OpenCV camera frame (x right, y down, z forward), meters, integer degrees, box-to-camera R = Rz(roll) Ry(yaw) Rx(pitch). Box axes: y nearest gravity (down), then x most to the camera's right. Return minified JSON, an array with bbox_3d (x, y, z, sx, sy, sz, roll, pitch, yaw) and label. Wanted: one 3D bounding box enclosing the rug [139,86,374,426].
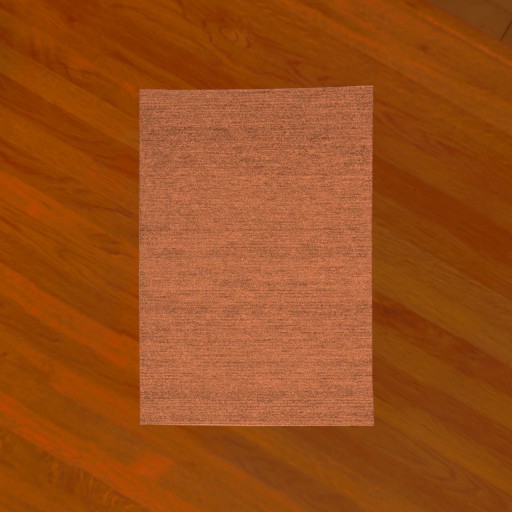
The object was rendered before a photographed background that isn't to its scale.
[{"bbox_3d":[0.000,0.000,3.053,1.616,0.030,2.338,0,90,1],"label":"rug"}]
